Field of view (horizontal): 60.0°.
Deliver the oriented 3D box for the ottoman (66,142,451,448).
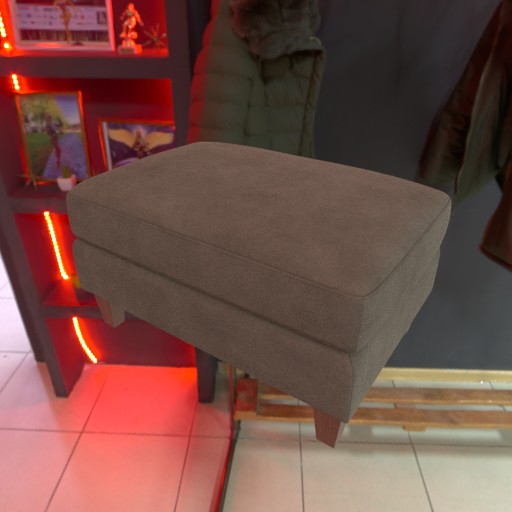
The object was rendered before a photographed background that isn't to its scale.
[{"bbox_3d":[0.000,0.000,1.222,0.864,0.483,0.584,19,35,30],"label":"ottoman"}]
